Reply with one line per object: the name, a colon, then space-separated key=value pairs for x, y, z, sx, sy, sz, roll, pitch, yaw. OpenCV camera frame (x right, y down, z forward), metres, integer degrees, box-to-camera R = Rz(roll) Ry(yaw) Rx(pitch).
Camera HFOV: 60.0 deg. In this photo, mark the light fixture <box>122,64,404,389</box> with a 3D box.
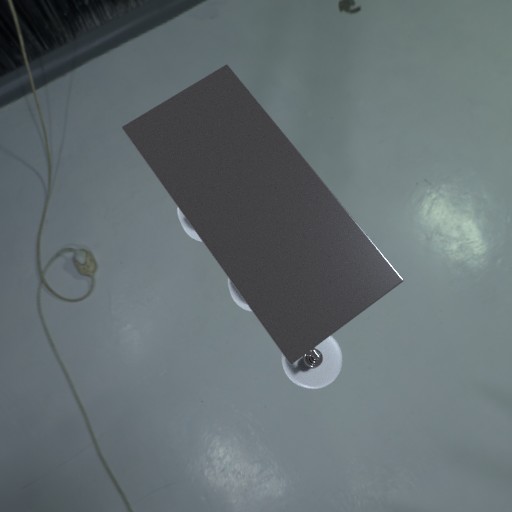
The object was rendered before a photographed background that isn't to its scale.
light fixture: x=0.000 y=0.000 z=0.853 sx=0.177 sy=0.557 sz=0.582 roll=-34 pitch=77 yaw=-9
